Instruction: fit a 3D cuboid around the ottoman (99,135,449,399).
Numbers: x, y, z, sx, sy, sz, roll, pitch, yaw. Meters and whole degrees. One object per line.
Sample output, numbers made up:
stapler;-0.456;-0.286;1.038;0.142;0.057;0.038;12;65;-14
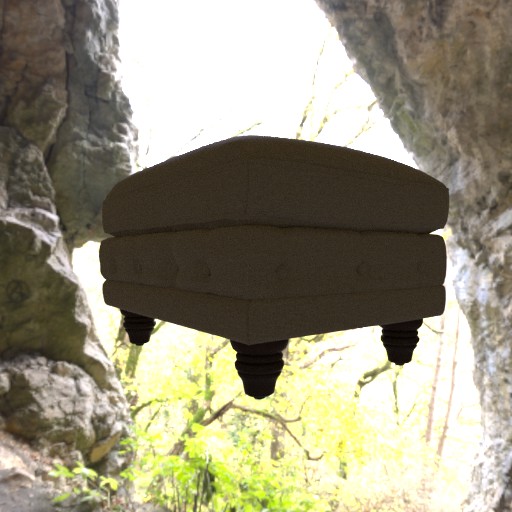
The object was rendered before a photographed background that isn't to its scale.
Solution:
ottoman;0.000;0.000;1.047;0.541;0.463;0.684;0;0;-36
